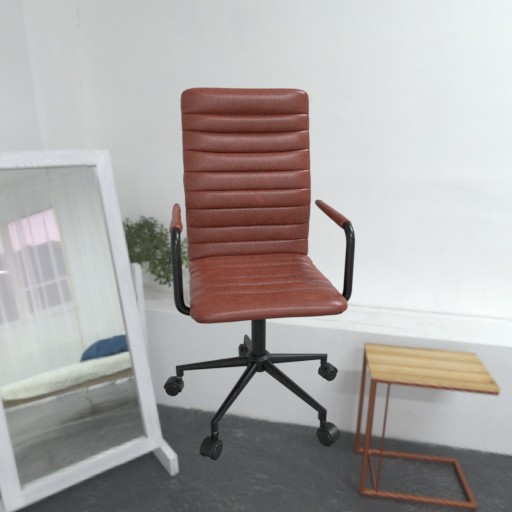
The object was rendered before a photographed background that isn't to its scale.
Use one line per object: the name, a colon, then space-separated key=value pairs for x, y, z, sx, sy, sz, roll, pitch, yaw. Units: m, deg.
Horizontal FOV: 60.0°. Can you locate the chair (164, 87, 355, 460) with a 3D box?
chair: x=0.000 y=0.000 z=1.341 sx=0.608 sy=0.979 sz=0.580 roll=-3 pitch=17 yaw=-8
